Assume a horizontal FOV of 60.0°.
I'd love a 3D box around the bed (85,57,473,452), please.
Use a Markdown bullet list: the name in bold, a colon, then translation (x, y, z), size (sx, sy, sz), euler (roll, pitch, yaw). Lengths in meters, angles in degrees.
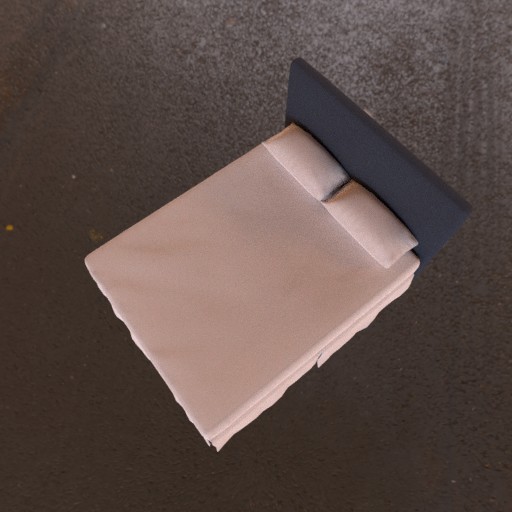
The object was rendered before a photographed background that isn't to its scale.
- **bed**: translation (0.000, 0.000, 3.269), size (2.162, 1.330, 1.713), euler (-36, 70, -15)
